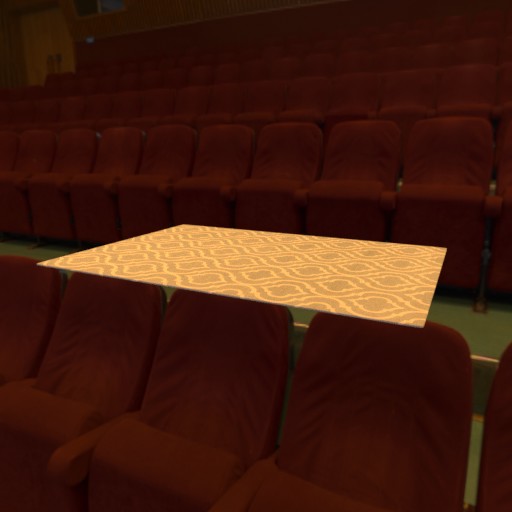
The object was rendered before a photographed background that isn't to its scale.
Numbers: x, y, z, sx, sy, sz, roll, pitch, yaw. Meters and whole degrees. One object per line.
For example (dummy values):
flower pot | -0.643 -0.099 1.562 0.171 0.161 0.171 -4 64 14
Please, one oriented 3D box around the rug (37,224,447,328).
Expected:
rug | 0.000 0.000 2.712 2.080 0.010 1.451 7 15 25
